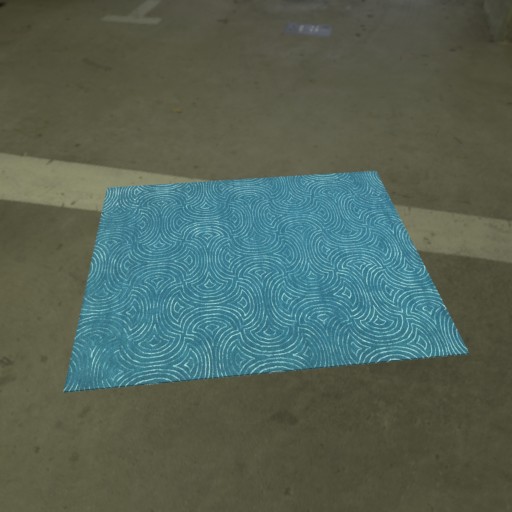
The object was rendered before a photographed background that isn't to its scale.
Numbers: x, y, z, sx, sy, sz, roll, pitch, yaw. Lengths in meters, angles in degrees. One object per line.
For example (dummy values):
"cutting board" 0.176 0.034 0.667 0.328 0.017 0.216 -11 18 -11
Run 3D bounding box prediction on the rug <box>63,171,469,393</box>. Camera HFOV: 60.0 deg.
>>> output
"rug" 0.000 0.000 4.131 3.033 0.012 2.432 -4 46 -4
